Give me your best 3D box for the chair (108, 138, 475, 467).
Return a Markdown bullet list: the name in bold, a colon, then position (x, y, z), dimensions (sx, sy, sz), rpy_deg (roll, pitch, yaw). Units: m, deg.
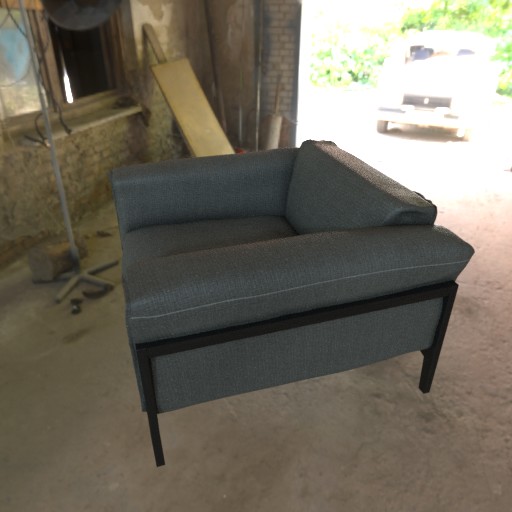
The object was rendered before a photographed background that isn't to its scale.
- **chair**: position (0.000, 0.000, 1.633), dimensions (0.969, 0.646, 1.056), rpy_deg (-9, 31, -15)
